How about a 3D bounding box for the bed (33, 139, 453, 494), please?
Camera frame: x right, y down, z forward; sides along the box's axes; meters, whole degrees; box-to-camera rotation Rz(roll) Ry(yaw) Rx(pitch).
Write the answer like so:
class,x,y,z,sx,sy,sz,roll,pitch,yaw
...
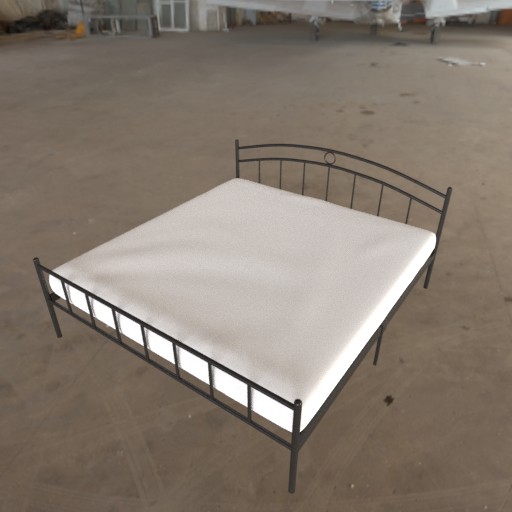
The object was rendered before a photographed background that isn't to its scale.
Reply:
class,x,y,z,sx,sy,sz,roll,pitch,yaw
bed,0.000,0.000,3.006,1.880,0.940,2.040,21,37,30
